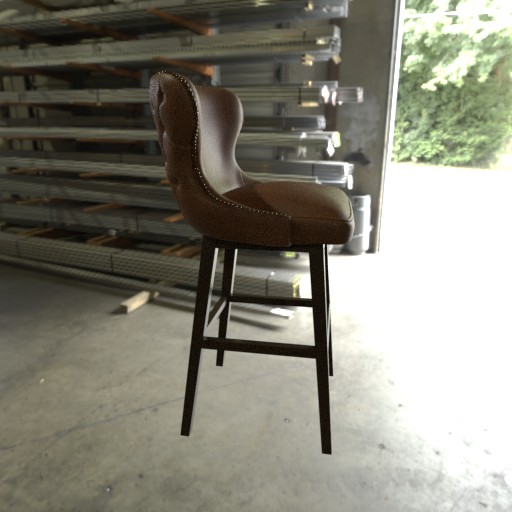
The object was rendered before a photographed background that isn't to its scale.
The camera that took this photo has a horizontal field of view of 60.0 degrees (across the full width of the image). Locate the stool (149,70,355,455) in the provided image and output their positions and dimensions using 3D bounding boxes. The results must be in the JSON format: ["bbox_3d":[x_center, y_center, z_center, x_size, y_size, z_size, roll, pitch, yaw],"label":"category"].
[{"bbox_3d":[0.000,0.000,1.457,0.606,1.087,0.591,3,17,10],"label":"stool"}]
